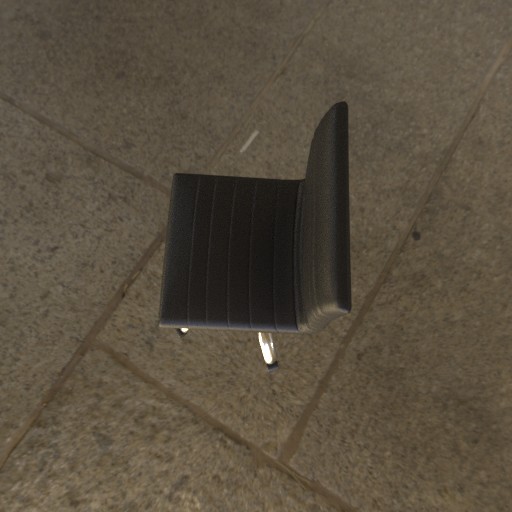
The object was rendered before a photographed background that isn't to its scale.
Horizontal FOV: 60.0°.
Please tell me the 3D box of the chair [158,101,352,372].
[{"bbox_3d":[0.000,0.000,1.125,0.530,0.780,0.556,2,74,1],"label":"chair"}]
